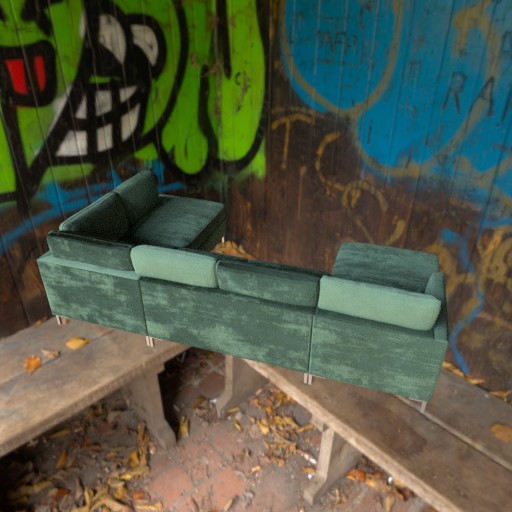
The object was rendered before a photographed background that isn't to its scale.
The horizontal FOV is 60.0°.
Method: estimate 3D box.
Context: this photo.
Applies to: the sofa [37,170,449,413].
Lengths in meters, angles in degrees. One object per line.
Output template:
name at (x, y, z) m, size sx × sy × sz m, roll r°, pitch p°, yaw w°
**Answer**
sofa at (0.000, 0.000, 4.375) m, size 3.434 × 0.992 × 2.055 m, roll 10°, pitch 32°, yaw 15°
